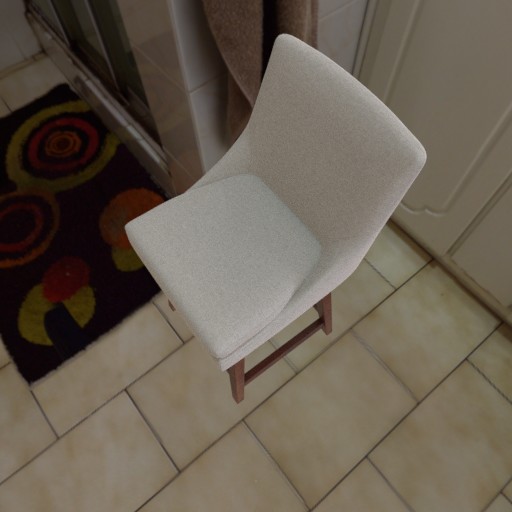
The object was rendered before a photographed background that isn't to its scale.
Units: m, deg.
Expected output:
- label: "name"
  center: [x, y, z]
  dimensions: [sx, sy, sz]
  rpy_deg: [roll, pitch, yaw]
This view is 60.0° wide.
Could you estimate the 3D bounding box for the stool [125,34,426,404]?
- label: "stool"
  center: [0.000, 0.000, 1.293]
  dimensions: [0.559, 0.991, 0.469]
  rpy_deg: [-34, 68, -16]
